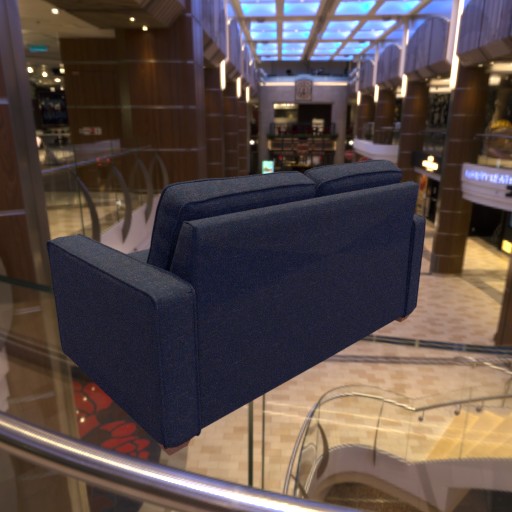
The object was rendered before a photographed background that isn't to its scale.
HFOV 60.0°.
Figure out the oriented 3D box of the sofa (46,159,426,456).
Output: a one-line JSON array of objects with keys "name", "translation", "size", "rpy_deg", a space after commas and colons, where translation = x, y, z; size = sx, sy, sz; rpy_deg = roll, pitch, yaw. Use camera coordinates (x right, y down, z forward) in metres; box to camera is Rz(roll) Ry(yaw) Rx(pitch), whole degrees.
[{"name": "sofa", "translation": [0.000, 0.000, 2.222], "size": [1.709, 0.918, 0.947], "rpy_deg": [-15, 23, -41]}]
